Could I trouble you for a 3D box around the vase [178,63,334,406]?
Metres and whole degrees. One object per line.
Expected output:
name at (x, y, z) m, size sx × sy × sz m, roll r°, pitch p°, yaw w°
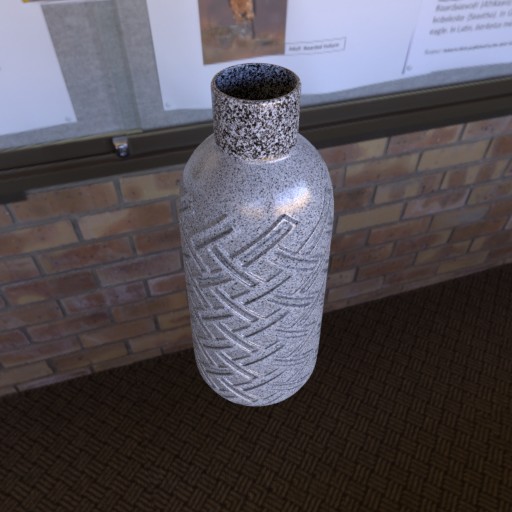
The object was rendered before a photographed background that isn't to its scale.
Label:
vase at (0.000, 0.000, 0.350) m, size 0.122 × 0.282 × 0.122 m, roll 0°, pitch 46°, yaw 0°
